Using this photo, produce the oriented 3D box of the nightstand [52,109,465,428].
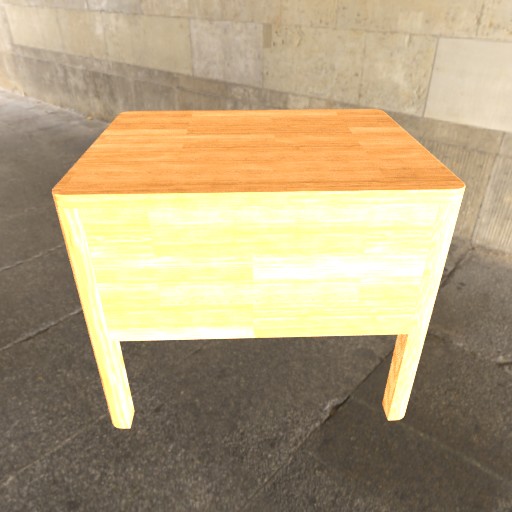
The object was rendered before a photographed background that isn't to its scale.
[{"bbox_3d":[0.000,0.000,0.895,0.560,0.470,0.440,-1,32,-2],"label":"nightstand"}]
